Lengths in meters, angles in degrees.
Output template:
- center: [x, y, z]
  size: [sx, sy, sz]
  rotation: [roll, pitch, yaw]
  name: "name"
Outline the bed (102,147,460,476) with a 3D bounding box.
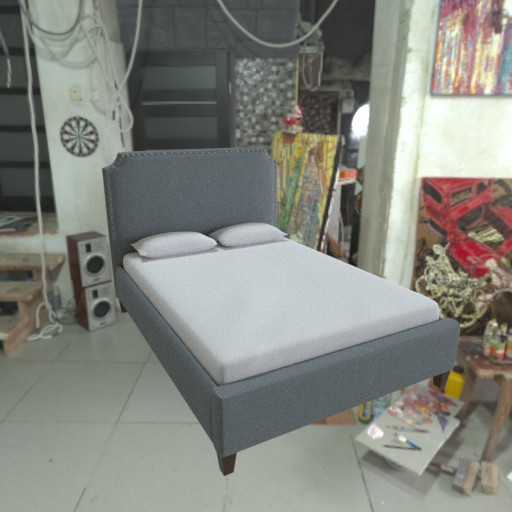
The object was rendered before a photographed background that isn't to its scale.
- center: [0.000, 0.000, 3.339]
  size: [1.712, 1.443, 2.372]
  rotation: [-9, 19, -27]
  name: "bed"
